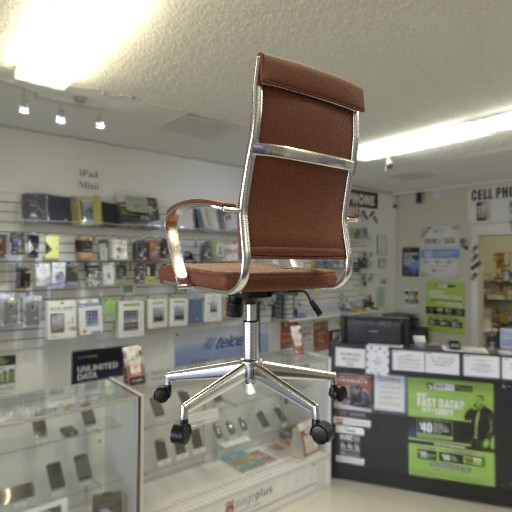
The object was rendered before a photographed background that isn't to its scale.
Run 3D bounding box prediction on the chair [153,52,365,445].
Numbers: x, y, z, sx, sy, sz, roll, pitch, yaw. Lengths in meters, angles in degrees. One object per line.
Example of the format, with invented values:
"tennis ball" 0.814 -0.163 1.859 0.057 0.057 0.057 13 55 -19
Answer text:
"chair" 0.000 0.000 1.627 0.766 1.149 0.739 1 -1 -37
